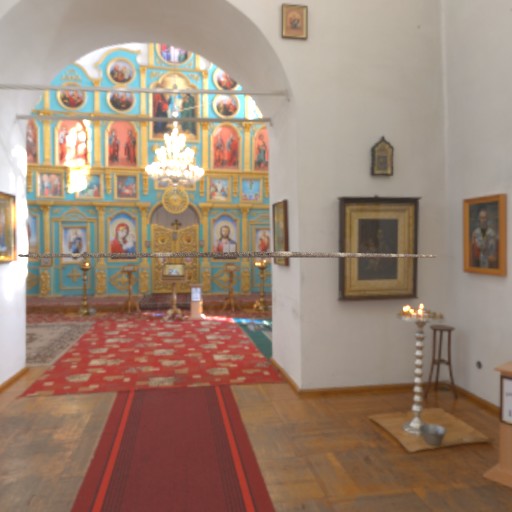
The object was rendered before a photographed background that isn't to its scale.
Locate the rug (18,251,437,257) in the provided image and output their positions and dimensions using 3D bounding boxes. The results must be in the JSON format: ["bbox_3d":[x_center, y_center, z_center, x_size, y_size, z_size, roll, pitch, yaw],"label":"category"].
[{"bbox_3d":[0.000,0.000,3.942,2.399,0.026,3.000,0,0,35],"label":"rug"}]
